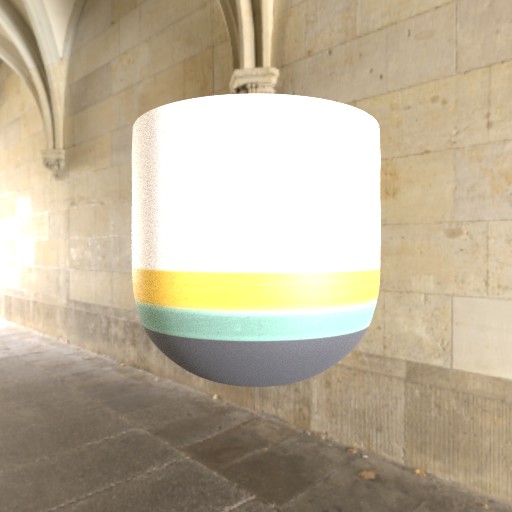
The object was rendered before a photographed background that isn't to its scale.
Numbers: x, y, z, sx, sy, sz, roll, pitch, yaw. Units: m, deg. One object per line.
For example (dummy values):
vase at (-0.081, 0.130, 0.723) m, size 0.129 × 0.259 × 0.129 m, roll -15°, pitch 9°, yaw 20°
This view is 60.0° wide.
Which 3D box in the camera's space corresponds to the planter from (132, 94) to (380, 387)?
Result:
planter at (0.000, 0.000, 0.498) m, size 0.268 × 0.270 × 0.268 m, roll 0°, pitch 0°, yaw 0°
